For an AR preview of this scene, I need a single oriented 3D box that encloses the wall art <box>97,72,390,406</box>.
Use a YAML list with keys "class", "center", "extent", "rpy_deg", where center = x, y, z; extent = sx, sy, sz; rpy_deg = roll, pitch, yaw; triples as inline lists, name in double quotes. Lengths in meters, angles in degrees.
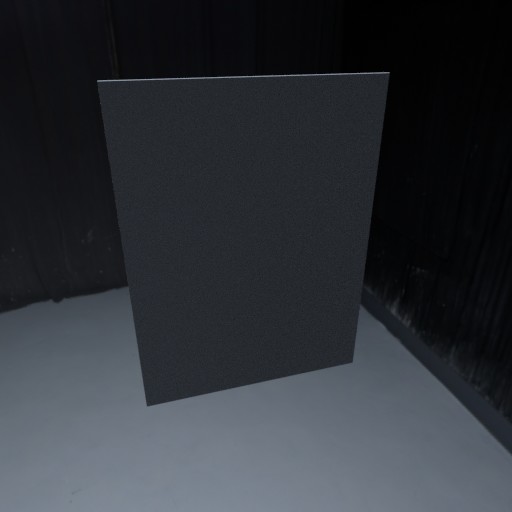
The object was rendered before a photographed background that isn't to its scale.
- class: "wall art"
  center: [0.000, 0.000, 0.809]
  extent: [0.457, 0.609, 0.003]
  rpy_deg: [-8, 28, -15]
